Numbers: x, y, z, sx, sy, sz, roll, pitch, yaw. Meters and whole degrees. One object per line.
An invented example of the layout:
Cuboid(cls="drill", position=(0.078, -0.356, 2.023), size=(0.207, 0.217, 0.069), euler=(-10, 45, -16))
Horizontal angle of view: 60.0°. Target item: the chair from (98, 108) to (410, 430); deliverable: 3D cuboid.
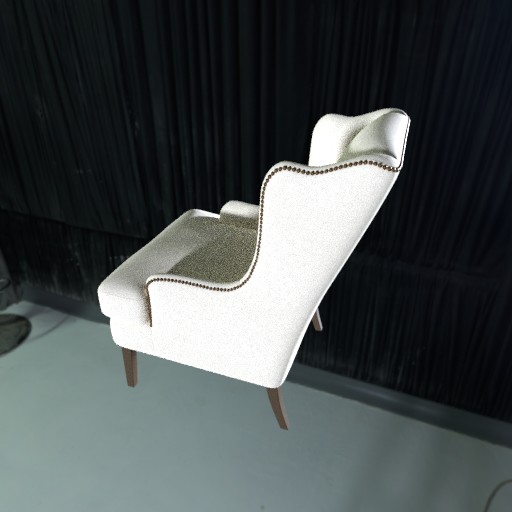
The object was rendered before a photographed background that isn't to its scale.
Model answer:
Cuboid(cls="chair", position=(0.000, 0.000, 1.670), size=(0.940, 1.029, 0.737), euler=(9, 30, 16))
